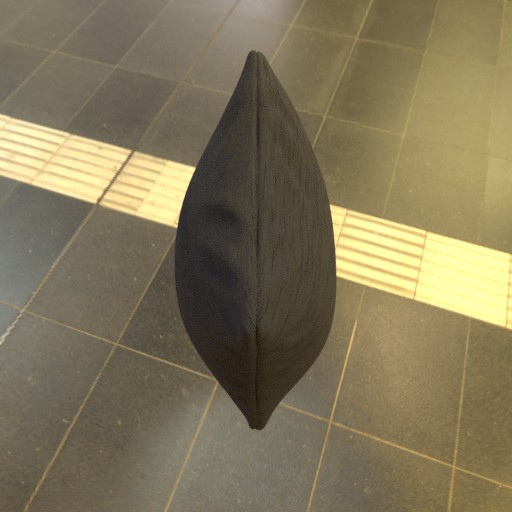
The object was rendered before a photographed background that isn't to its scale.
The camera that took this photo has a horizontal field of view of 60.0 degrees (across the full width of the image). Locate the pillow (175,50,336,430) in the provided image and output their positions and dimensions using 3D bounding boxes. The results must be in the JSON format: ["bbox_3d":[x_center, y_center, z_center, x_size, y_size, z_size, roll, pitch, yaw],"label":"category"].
[{"bbox_3d":[0.000,0.000,0.676,0.246,0.414,0.432,0,58,0],"label":"pillow"}]
